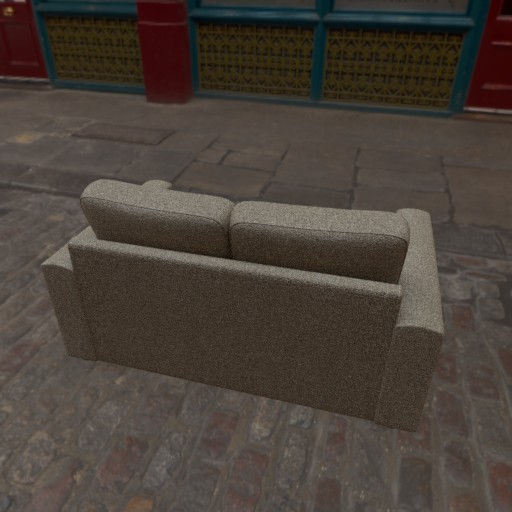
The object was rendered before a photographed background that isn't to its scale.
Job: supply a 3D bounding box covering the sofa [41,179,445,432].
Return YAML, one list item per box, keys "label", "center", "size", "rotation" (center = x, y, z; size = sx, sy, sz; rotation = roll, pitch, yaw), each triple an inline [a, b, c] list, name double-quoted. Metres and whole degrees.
- label: "sofa"
  center: [0.000, 0.000, 2.152]
  size: [1.616, 0.873, 1.016]
  rotation: [8, 33, 13]
